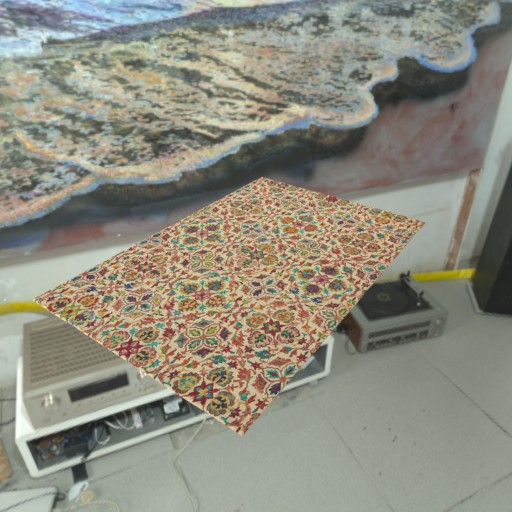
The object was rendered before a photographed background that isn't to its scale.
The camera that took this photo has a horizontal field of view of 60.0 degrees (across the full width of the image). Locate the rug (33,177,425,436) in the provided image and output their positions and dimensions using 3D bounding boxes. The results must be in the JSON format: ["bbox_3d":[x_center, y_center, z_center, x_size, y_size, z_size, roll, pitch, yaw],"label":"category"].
[{"bbox_3d":[0.000,0.000,2.378,1.226,0.013,1.838,21,38,30],"label":"rug"}]
